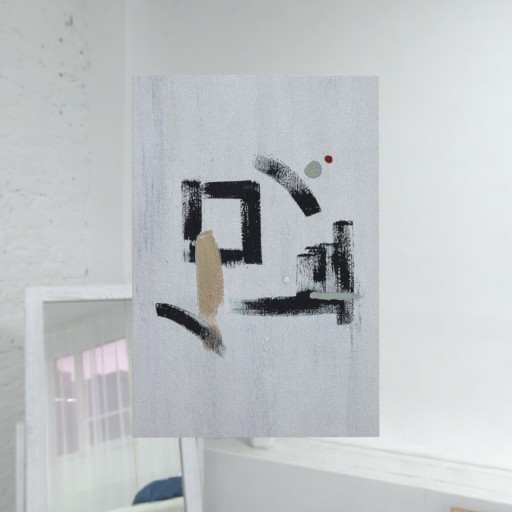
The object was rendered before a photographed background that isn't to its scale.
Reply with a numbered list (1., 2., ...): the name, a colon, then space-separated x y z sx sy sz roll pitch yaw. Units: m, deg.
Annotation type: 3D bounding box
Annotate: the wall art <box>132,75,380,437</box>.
1. wall art: 0.000 0.000 1.139 0.624 0.914 0.043 0 0 0
